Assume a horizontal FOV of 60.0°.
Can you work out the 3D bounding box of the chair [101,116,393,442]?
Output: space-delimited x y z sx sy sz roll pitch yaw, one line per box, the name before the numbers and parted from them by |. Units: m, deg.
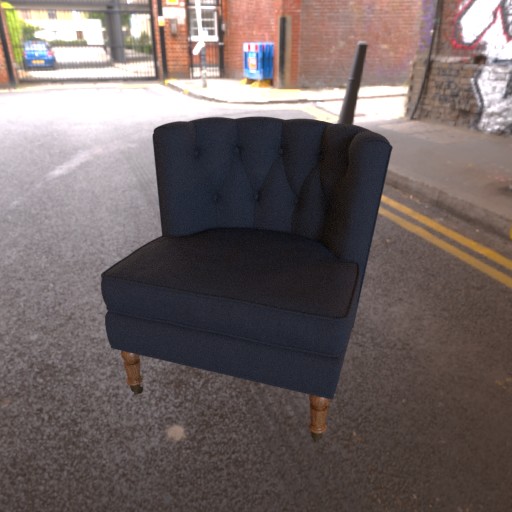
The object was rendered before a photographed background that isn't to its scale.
chair | 0.000 0.000 1.410 0.740 0.771 0.718 8 27 17
